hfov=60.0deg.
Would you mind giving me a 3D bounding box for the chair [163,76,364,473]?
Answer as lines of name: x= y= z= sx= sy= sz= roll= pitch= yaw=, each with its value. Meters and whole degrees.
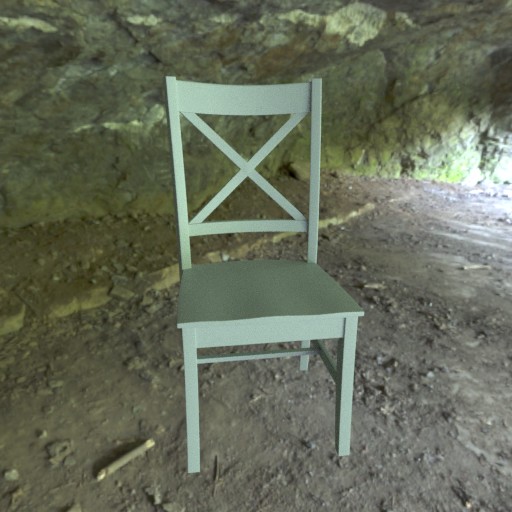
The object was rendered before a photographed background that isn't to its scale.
chair: x=0.000 y=0.000 z=1.264 sx=0.485 sy=0.983 sz=0.542 roll=-3 pitch=17 yaw=-8
